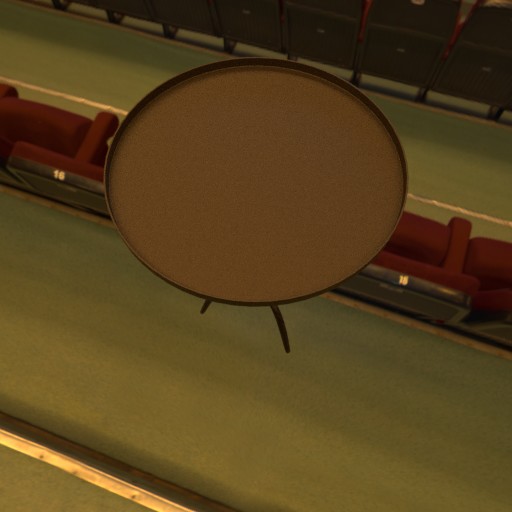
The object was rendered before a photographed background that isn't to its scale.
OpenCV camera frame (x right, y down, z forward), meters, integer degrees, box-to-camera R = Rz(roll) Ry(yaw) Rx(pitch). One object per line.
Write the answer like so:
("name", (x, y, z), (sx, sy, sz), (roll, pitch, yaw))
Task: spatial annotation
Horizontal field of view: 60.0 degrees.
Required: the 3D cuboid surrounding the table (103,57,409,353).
("table", (0.000, 0.000, 1.049), (0.502, 0.700, 0.502), (17, 64, 9))
